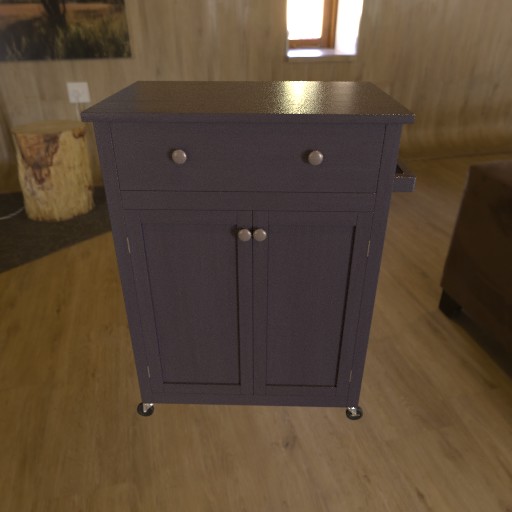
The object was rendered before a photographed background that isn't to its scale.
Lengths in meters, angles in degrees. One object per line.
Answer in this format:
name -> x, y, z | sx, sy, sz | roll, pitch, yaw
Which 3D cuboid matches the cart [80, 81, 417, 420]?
cart -> 0.000, 0.000, 1.269 | 0.690, 0.878, 0.449 | 1, 29, 1
